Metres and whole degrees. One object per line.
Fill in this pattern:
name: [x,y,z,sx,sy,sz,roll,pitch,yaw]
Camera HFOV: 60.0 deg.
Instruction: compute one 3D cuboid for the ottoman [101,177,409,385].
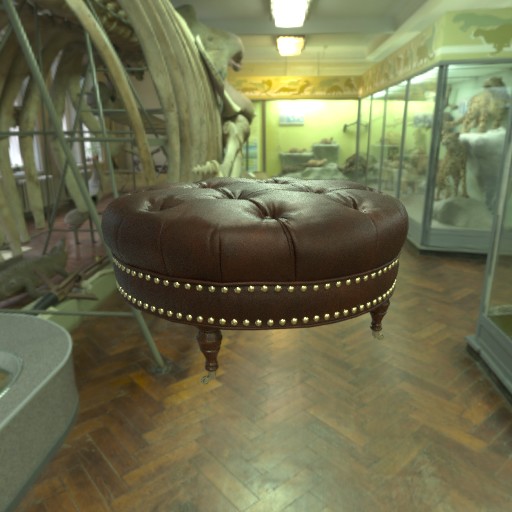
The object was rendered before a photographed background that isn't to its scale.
ottoman: [0.000,0.000,1.390,0.901,0.455,0.901,0,16,0]
